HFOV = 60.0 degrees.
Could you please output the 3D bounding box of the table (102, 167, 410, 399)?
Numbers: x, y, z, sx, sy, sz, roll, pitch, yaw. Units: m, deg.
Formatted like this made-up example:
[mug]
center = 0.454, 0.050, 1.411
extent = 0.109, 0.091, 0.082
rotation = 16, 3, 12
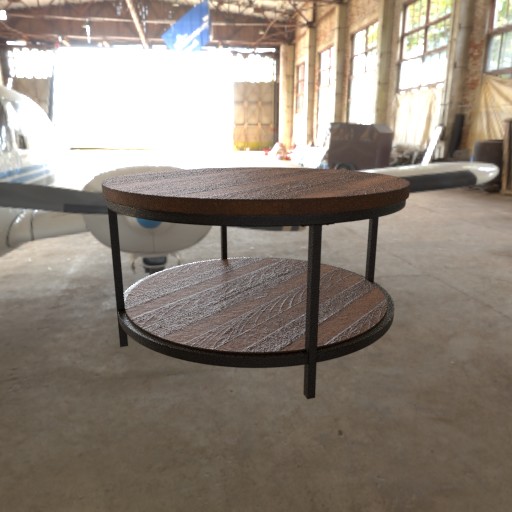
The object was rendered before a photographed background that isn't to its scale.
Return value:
[table]
center = 0.000, 0.000, 1.329
extent = 0.837, 0.462, 0.837
rotation = 0, 16, 0
